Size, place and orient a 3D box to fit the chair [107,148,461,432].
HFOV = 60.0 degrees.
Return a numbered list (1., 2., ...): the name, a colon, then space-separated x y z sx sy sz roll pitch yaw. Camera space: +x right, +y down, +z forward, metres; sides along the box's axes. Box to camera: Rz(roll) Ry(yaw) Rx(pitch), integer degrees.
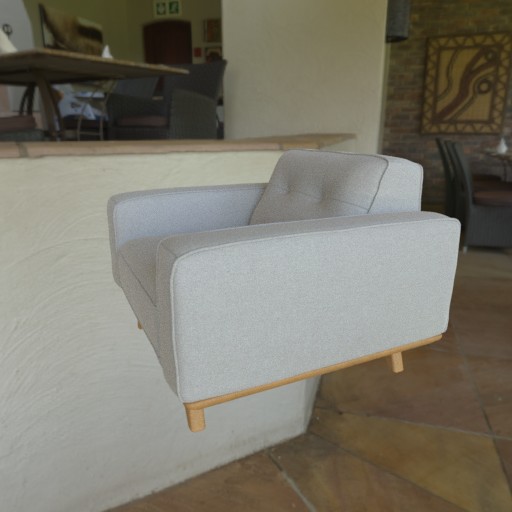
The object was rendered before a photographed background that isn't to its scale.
1. chair: 0.000 0.000 1.711 0.953 0.779 1.115 -8 18 -24
